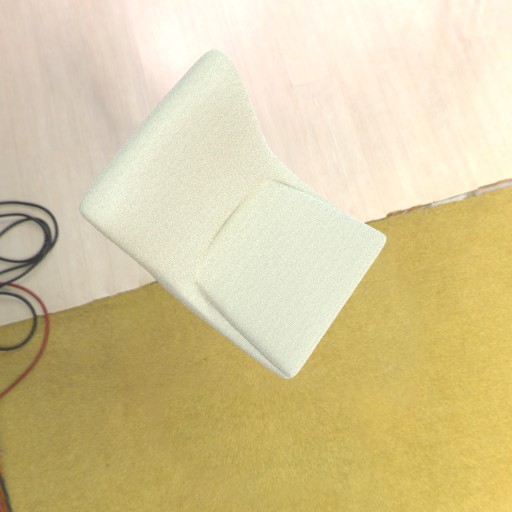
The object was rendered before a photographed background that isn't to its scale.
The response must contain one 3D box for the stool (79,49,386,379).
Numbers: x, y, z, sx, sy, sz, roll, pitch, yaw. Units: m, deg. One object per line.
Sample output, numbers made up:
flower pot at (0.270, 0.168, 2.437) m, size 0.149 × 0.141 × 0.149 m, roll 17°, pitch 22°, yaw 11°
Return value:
stool at (0.000, 0.000, 1.302) m, size 0.559 × 0.991 × 0.483 m, roll 35°, pitch 80°, yaw 7°
